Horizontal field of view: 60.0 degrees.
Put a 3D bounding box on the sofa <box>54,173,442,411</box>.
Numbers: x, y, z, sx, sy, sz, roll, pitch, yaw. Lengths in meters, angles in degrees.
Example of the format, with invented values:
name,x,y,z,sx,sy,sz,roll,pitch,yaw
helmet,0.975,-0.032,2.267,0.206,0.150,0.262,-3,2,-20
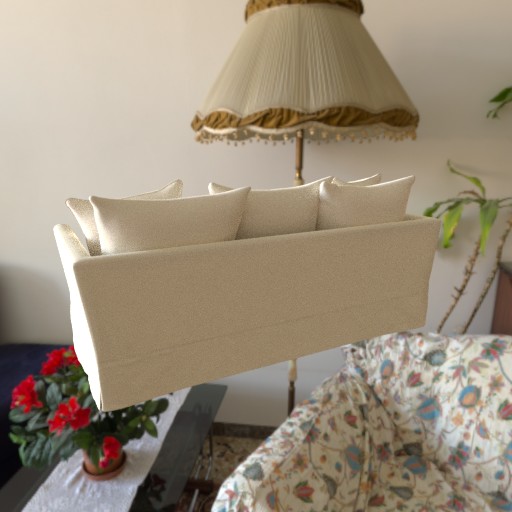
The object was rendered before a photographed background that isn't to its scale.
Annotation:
name,x,y,z,sx,sy,sz,roll,pitch,yaw
sofa,0.000,0.000,2.870,2.290,1.034,1.031,-8,16,-27
